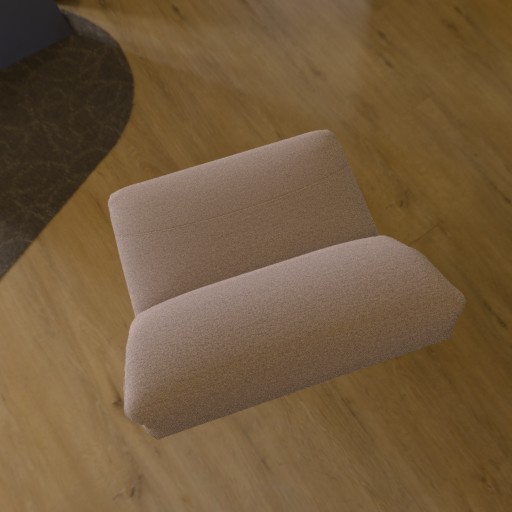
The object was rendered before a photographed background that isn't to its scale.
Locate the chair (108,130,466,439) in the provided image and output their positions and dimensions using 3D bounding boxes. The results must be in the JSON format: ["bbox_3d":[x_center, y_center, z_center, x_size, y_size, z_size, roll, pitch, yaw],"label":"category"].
[{"bbox_3d":[0.000,0.000,1.315,0.820,0.580,0.780,-18,76,-5],"label":"chair"}]
